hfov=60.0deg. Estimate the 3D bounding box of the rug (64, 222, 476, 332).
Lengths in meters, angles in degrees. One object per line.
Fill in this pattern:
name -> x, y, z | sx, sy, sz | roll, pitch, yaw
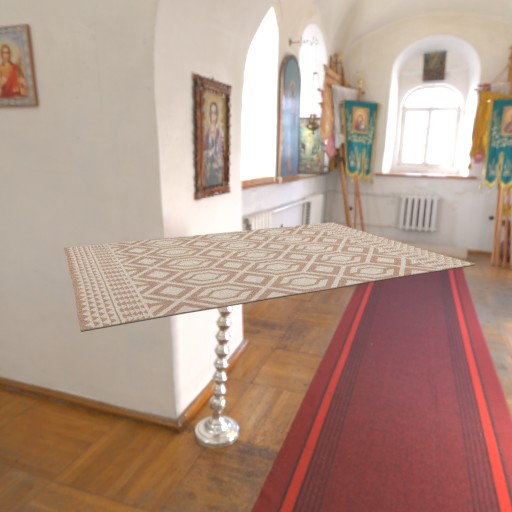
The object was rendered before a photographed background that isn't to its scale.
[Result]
rug -> 0.000, 0.000, 2.344 | 1.829, 0.008, 1.219 | -7, 17, -24
